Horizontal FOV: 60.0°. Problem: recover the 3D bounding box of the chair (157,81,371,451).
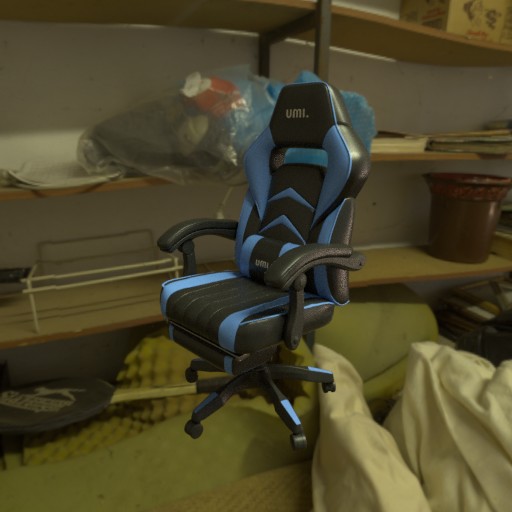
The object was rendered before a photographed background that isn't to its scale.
[{"bbox_3d":[0.000,0.000,1.703,0.700,1.280,0.700,-15,22,-42],"label":"chair"}]
